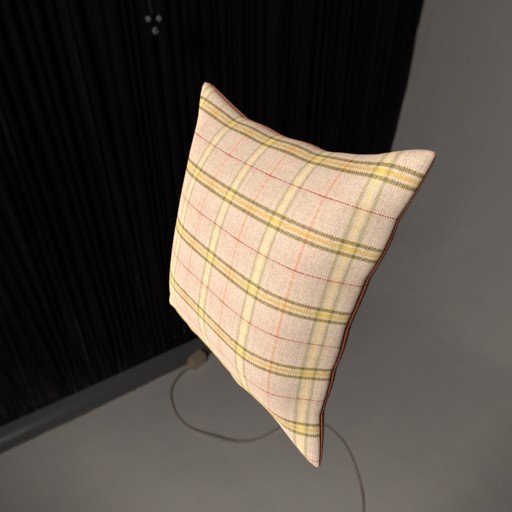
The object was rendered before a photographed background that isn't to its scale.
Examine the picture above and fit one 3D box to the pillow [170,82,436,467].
[{"bbox_3d":[0.000,0.000,0.681,0.200,0.430,0.453,-21,38,-30],"label":"pillow"}]
